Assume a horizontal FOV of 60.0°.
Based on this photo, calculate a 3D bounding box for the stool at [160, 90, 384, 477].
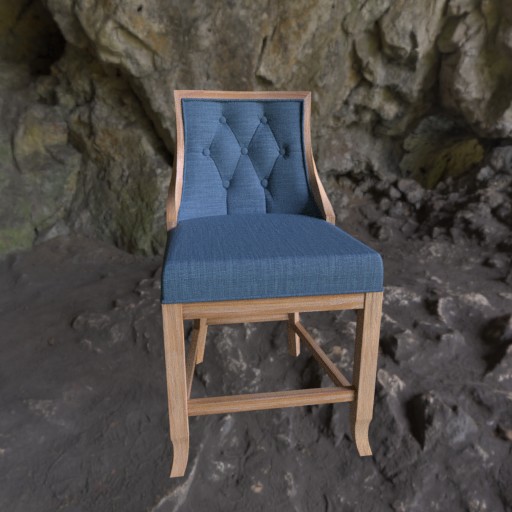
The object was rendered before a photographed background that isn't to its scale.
[{"bbox_3d":[0.000,0.000,1.291,0.524,0.938,0.626,-2,17,-8],"label":"stool"}]
